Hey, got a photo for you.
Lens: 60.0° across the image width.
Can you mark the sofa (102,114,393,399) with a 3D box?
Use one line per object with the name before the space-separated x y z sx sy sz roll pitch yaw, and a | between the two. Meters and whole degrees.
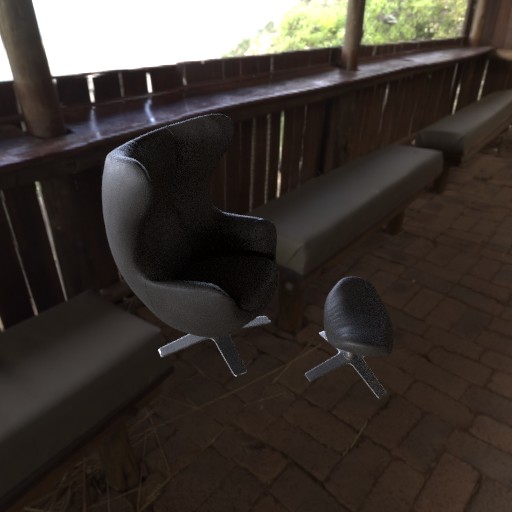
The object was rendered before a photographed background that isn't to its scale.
sofa | 0.000 0.000 2.173 1.444 1.135 0.894 10 32 16
